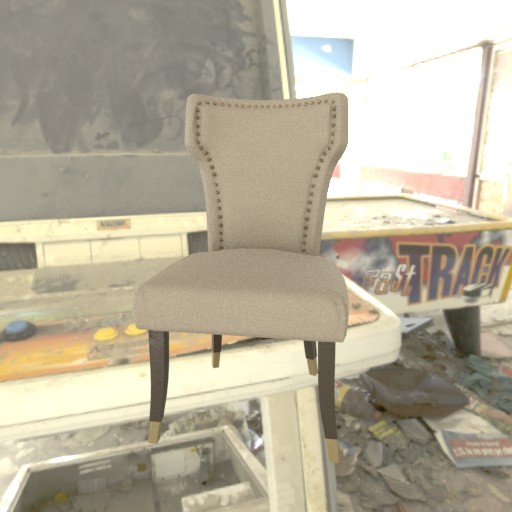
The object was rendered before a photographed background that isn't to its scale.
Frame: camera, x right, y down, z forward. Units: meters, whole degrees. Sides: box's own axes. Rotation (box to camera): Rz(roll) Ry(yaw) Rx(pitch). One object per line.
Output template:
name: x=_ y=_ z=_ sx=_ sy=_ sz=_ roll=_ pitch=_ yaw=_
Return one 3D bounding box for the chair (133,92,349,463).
chair: x=0.000 y=0.000 z=1.313 sx=0.526 sy=0.950 sz=0.630 roll=2 pitch=14 yaw=9
